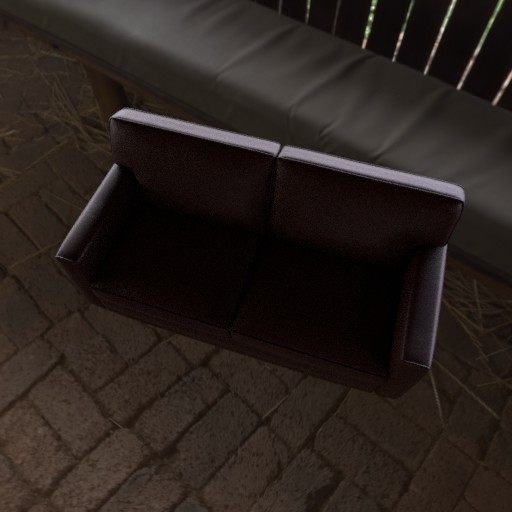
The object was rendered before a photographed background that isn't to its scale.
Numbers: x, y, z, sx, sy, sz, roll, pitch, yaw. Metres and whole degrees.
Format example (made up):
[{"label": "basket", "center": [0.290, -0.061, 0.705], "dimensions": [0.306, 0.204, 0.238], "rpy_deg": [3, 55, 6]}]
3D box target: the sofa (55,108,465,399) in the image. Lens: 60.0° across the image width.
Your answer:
[{"label": "sofa", "center": [0.000, 0.000, 2.367], "dimensions": [1.876, 0.928, 0.912], "rpy_deg": [15, 60, 9]}]
